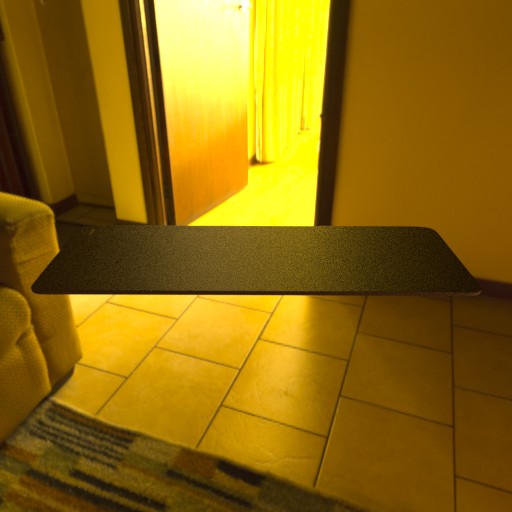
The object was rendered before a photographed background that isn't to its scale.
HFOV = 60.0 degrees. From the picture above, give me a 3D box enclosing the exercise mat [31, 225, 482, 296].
[{"bbox_3d":[0.000,0.000,2.067,1.869,0.021,0.616,0,30,0],"label":"exercise mat"}]
